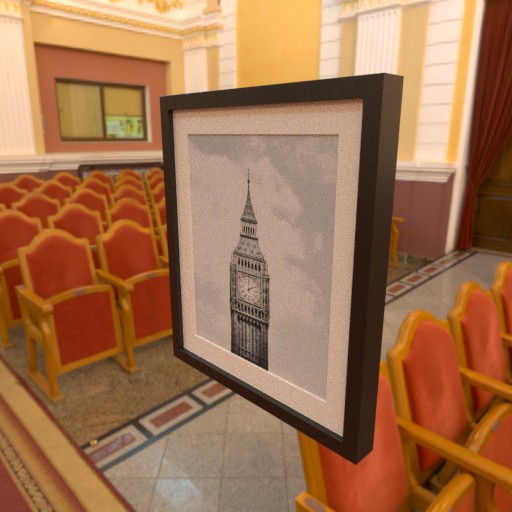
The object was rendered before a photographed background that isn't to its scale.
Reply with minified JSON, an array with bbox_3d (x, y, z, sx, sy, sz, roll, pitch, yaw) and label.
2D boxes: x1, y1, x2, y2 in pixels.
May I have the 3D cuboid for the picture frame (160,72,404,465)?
[{"bbox_3d":[0.000,0.000,0.532,0.034,0.378,0.328,-15,21,-43],"label":"picture frame"}]
